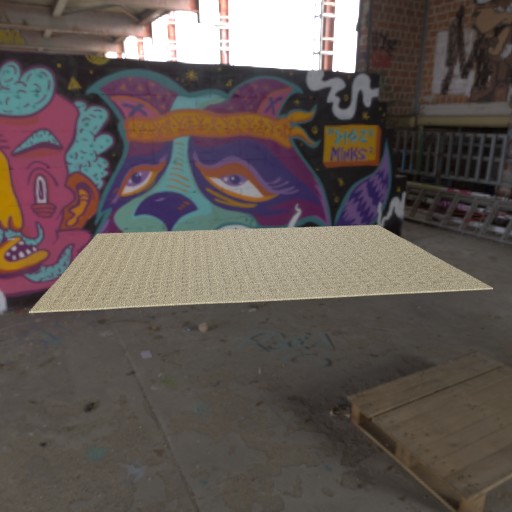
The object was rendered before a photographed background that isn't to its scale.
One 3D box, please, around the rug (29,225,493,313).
[{"bbox_3d":[0.000,0.000,2.192,1.747,0.006,1.143,-2,17,-7],"label":"rug"}]
